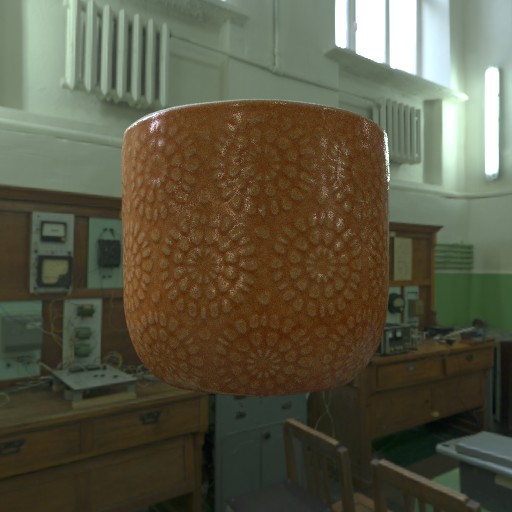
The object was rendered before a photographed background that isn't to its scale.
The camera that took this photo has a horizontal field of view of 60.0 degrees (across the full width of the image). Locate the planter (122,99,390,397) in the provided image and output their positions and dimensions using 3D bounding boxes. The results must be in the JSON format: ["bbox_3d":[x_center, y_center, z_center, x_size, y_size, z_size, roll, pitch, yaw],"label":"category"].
[{"bbox_3d":[0.000,0.000,0.288,0.170,0.152,0.170,0,-1,0],"label":"planter"}]
